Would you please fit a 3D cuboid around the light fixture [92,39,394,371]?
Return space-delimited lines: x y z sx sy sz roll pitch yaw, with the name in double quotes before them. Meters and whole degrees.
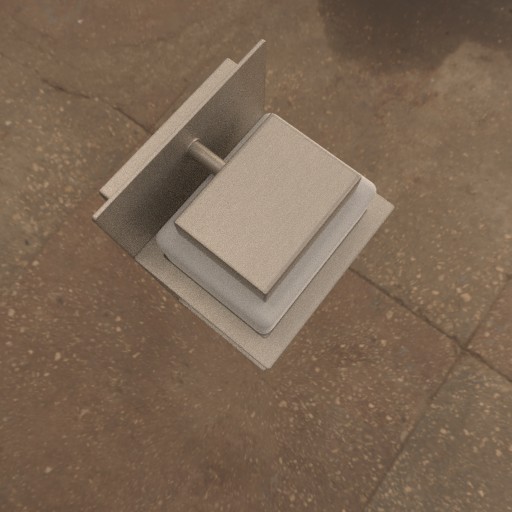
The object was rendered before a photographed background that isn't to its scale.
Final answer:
"light fixture" 0.000 0.000 0.460 0.160 0.380 0.168 38 78 9
